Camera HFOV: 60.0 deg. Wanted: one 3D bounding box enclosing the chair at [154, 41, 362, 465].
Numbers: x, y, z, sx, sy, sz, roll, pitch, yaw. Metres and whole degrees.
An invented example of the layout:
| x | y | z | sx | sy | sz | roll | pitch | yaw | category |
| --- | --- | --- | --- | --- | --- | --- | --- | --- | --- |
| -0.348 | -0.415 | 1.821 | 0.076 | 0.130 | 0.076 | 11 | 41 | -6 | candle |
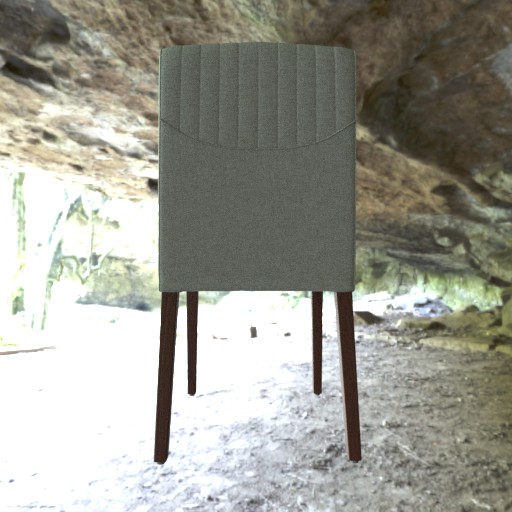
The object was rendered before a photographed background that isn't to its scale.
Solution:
| x | y | z | sx | sy | sz | roll | pitch | yaw | category |
| --- | --- | --- | --- | --- | --- | --- | --- | --- | --- |
| 0.000 | 0.000 | 1.212 | 0.480 | 0.900 | 0.594 | 0 | -2 | -1 | chair |
